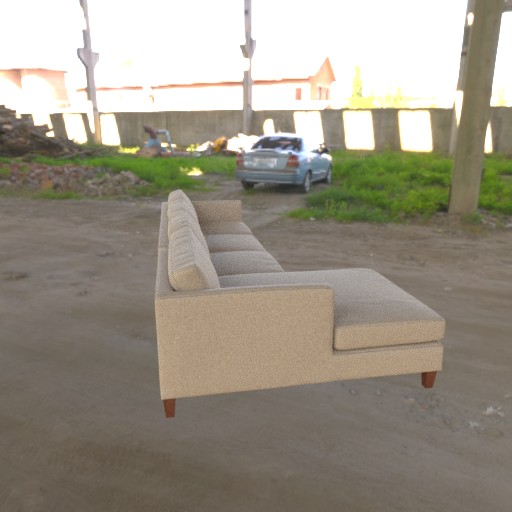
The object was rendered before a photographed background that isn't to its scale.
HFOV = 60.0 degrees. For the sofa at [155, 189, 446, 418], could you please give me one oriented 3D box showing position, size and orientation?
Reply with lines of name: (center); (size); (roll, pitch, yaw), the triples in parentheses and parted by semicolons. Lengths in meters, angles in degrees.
sofa: (0.000, 0.000, 3.849); (1.625, 0.846, 3.186); (-3, 16, -10)
